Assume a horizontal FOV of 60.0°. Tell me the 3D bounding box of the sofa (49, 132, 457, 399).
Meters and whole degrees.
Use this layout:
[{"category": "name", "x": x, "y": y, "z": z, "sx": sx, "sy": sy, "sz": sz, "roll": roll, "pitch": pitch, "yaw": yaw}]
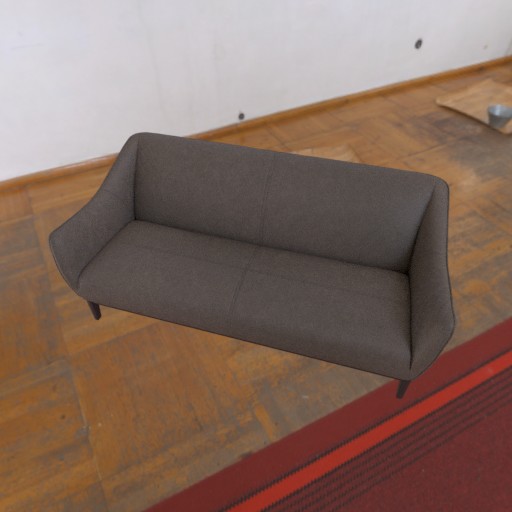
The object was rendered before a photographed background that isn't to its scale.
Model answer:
[{"category": "sofa", "x": 0.000, "y": 0.000, "z": 2.390, "sx": 1.928, "sy": 0.831, "sz": 0.869, "roll": 12, "pitch": 43, "yaw": 13}]
